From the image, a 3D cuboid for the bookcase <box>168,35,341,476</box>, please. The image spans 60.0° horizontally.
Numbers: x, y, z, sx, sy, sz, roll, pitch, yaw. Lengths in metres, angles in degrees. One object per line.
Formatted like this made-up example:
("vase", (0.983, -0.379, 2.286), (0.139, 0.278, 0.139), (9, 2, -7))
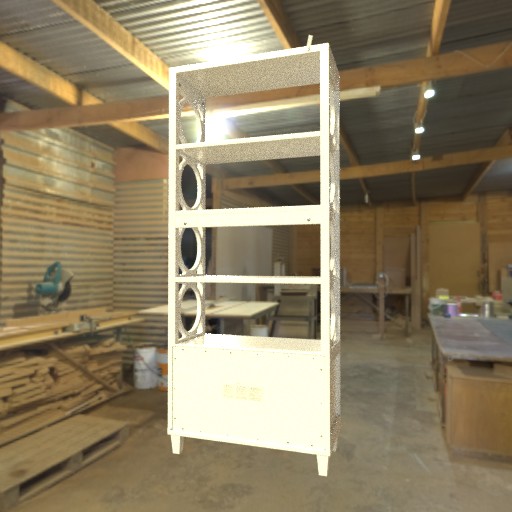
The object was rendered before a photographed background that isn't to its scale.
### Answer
("bookcase", (0.000, 0.000, 2.131), (0.761, 1.869, 0.361), (0, -1, 18))
